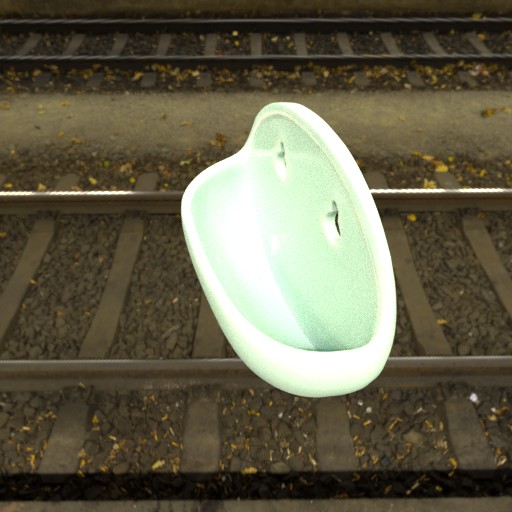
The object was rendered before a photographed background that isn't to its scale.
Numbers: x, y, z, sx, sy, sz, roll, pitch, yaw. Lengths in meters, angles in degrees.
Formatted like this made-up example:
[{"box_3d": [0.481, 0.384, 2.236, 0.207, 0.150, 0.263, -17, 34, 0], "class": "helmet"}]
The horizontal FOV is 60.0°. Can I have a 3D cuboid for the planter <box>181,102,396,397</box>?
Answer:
[{"box_3d": [0.000, 0.000, 0.268, 0.073, 0.164, 0.189, -15, 46, -16], "class": "planter"}]
